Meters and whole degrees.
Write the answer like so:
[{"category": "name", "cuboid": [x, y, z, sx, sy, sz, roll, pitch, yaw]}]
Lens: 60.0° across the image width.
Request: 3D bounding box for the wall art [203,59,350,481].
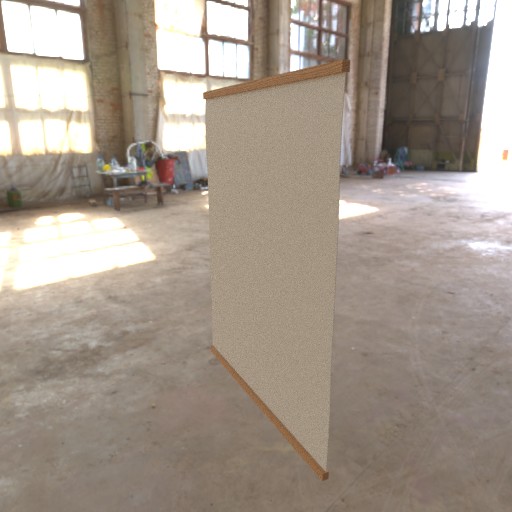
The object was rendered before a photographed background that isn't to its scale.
[{"category": "wall art", "cuboid": [0.000, 0.000, 0.685, 0.010, 0.507, 0.404, -8, 17, -26]}]
